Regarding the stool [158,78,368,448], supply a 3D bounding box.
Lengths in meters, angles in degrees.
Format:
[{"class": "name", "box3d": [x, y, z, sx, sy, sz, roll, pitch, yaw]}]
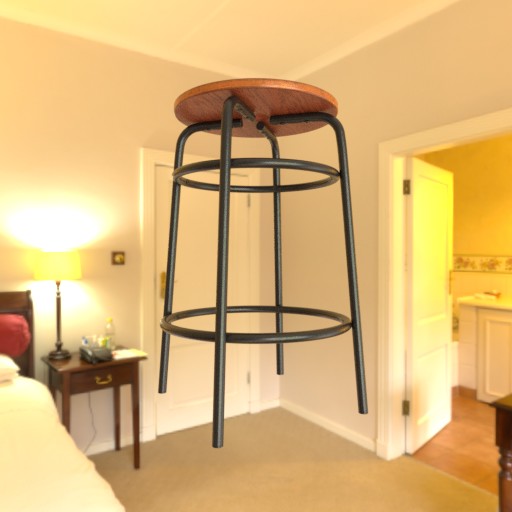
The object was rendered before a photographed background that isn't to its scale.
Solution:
[{"class": "stool", "box3d": [0.000, 0.000, 0.923, 0.455, 0.610, 0.455, 0, 1, 17]}]
